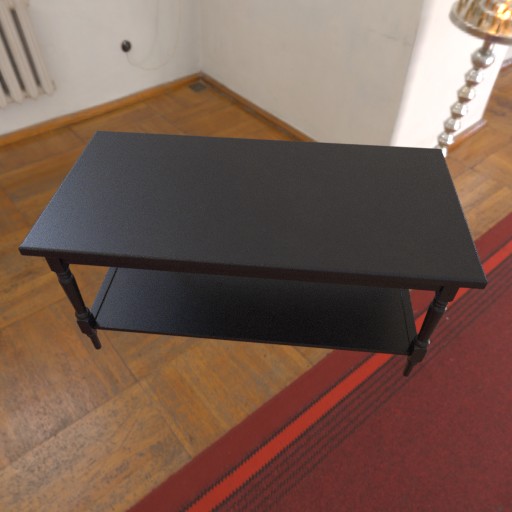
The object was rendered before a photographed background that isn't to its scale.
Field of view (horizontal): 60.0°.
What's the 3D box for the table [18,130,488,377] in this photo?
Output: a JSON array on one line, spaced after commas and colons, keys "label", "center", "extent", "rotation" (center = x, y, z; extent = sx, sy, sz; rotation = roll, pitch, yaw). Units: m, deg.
[{"label": "table", "center": [0.000, 0.000, 1.408], "extent": [1.107, 0.510, 0.550], "rotation": [4, 46, 4]}]
